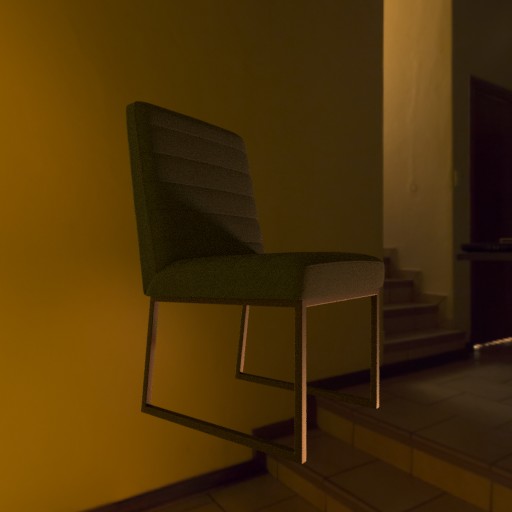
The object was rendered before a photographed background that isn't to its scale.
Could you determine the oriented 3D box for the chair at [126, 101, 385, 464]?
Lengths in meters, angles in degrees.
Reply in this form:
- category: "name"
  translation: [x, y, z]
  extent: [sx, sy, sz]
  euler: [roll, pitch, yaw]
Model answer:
- category: "chair"
  translation: [0.000, 0.000, 1.351]
  extent: [0.634, 0.930, 0.520]
  euler: [0, 0, 37]
